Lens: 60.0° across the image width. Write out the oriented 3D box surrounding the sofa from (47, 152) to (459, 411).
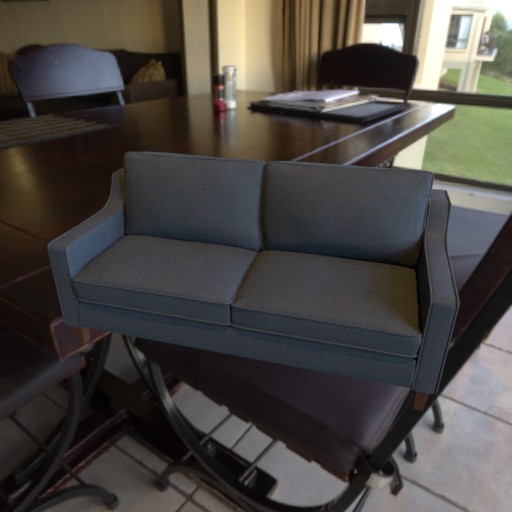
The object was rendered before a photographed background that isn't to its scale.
[{"bbox_3d":[0.000,0.000,2.742,2.178,1.071,1.066,7,29,14],"label":"sofa"}]
